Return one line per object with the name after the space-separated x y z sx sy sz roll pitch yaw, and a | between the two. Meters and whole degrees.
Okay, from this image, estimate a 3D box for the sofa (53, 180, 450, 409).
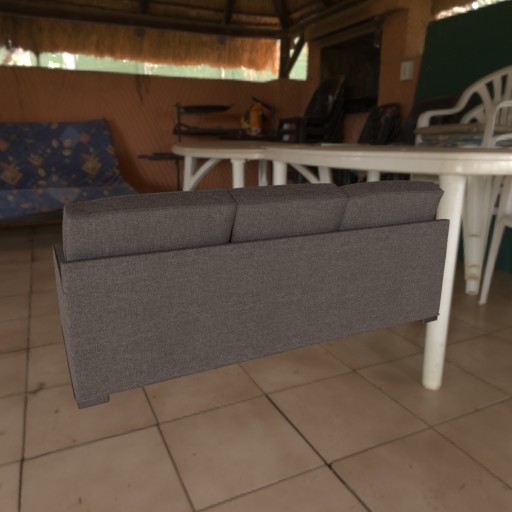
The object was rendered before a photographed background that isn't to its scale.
0.000 0.000 2.874 2.369 0.978 1.004 -7 17 -26 | sofa
